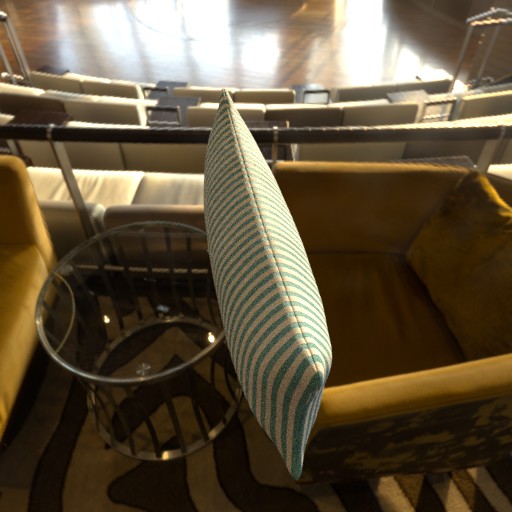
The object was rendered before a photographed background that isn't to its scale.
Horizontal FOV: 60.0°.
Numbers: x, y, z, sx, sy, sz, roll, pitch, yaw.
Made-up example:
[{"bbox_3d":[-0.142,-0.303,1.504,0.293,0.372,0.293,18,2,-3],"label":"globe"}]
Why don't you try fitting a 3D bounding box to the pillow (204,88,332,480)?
[{"bbox_3d":[0.000,0.000,0.733,0.151,0.295,0.617,-8,46,-8],"label":"pillow"}]
